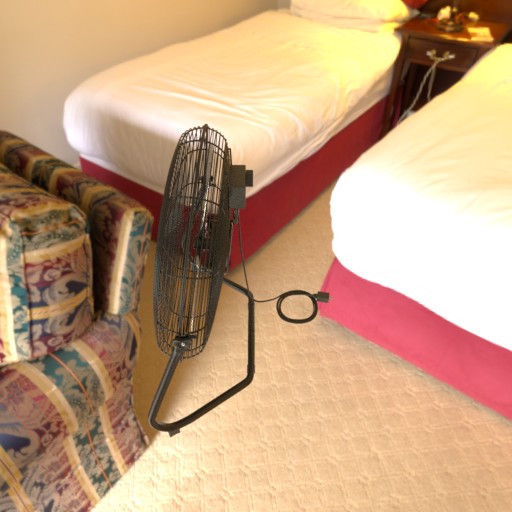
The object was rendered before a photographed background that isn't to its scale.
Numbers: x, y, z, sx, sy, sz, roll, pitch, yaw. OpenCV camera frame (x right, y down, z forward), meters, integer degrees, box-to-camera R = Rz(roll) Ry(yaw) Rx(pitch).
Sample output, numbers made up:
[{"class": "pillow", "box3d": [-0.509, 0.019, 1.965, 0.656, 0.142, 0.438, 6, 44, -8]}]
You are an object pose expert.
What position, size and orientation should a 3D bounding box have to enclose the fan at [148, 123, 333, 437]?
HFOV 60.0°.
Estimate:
[{"class": "fan", "box3d": [0.000, 0.000, 0.945, 0.424, 0.546, 0.555, 0, 41, 0]}]
